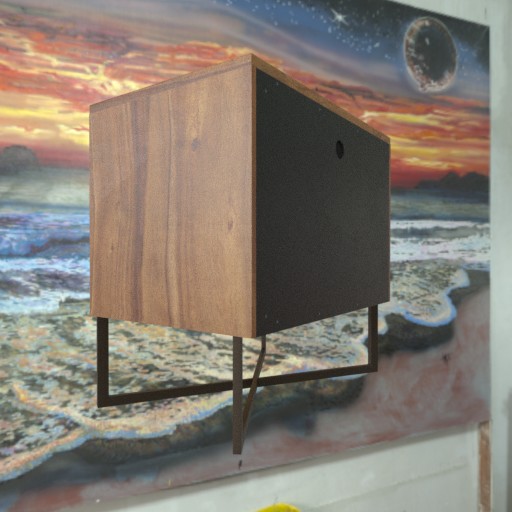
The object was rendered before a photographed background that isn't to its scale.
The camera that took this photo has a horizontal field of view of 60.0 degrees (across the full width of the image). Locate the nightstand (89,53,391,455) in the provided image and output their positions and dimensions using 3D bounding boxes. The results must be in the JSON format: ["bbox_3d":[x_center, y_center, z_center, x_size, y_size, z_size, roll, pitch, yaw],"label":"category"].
[{"bbox_3d":[0.000,0.000,1.038,0.427,0.615,0.613,0,1,36],"label":"nightstand"}]
